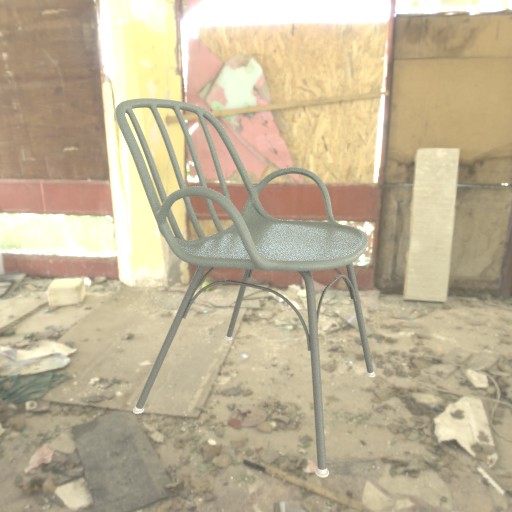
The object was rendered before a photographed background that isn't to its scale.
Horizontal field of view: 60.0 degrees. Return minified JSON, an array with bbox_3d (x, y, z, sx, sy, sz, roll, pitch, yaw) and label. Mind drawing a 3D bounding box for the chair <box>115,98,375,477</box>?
[{"bbox_3d":[0.000,0.000,1.198,0.597,0.816,0.549,8,18,26],"label":"chair"}]
